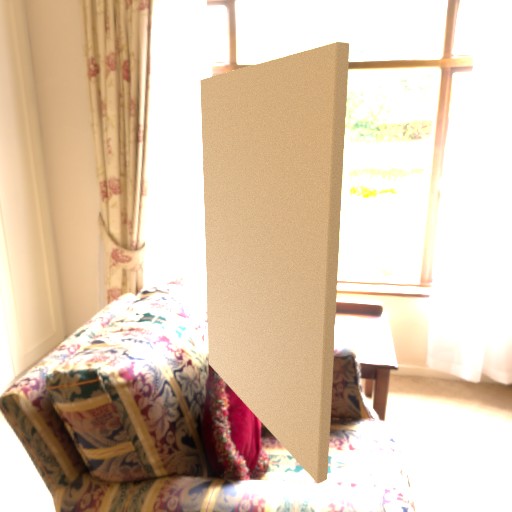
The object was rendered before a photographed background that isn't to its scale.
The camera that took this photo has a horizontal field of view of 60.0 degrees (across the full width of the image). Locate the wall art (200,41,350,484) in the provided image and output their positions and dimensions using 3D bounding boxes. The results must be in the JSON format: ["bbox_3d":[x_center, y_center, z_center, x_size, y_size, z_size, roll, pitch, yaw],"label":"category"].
[{"bbox_3d":[0.000,0.000,1.484,0.038,1.183,0.808,-8,17,-28],"label":"wall art"}]
